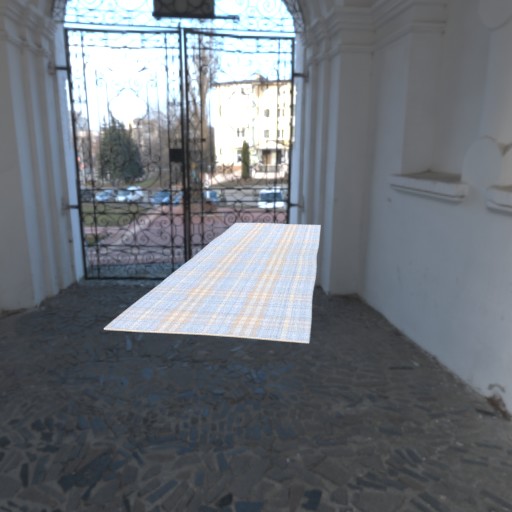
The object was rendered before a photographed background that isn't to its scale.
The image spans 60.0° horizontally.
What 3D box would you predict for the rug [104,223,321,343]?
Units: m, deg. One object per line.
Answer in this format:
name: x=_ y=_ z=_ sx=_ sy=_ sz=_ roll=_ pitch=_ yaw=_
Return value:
rug: x=0.000 y=0.000 z=2.762 sx=0.762 sy=0.013 sz=2.439 roll=2 pitch=14 yaw=9
